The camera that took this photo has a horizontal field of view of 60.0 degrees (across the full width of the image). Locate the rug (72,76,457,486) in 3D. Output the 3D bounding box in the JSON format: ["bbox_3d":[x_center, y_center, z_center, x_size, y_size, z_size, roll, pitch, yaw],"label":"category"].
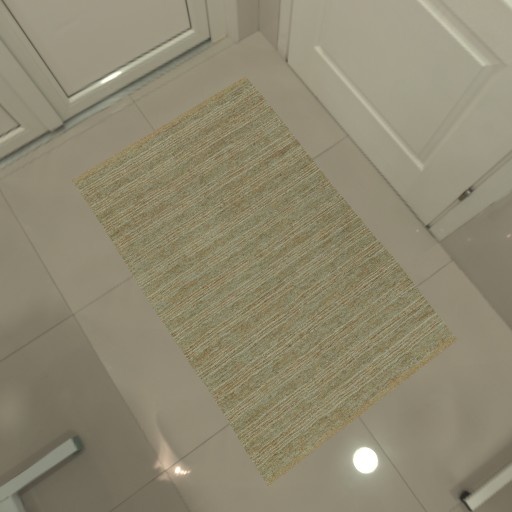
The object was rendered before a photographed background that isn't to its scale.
[{"bbox_3d":[0.000,0.000,3.055,1.540,0.012,2.448,-34,78,-9],"label":"rug"}]
